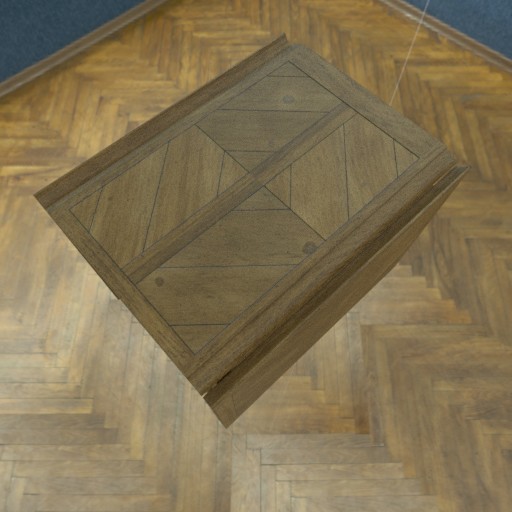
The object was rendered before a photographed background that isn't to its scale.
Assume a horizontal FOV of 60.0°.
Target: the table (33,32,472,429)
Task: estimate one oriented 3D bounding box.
[{"bbox_3d":[0.000,0.000,1.294,0.746,0.763,0.591,-40,70,-17],"label":"table"}]
